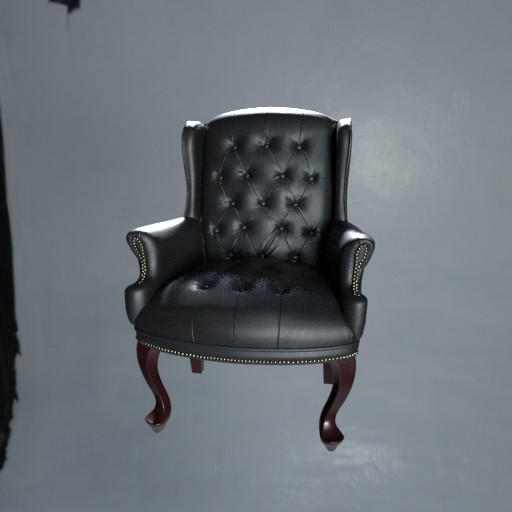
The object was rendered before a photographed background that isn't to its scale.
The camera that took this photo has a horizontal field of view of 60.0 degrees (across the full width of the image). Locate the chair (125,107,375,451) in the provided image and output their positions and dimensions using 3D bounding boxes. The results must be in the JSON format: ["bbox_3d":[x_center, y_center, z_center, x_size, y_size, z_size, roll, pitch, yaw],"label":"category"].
[{"bbox_3d":[0.000,0.000,1.676,0.831,1.133,0.822,2,13,9],"label":"chair"}]
